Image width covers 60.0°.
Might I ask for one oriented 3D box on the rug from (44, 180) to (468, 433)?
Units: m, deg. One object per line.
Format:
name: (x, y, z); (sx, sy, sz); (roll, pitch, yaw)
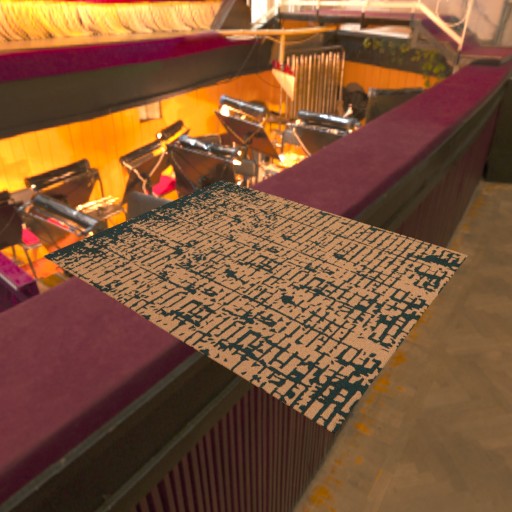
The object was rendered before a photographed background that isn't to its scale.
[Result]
rug: (0.000, 0.000, 4.031); (3.017, 0.014, 2.416); (22, 37, 32)
